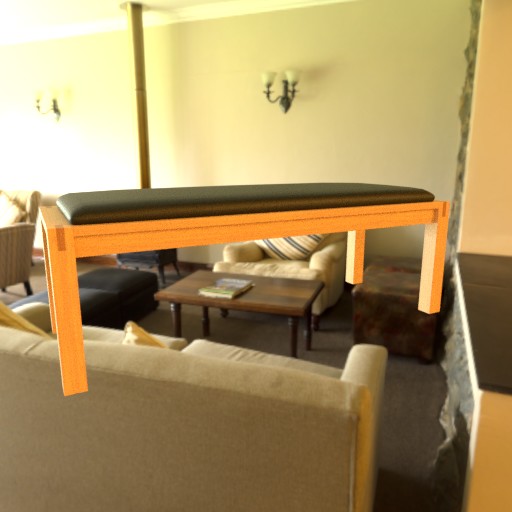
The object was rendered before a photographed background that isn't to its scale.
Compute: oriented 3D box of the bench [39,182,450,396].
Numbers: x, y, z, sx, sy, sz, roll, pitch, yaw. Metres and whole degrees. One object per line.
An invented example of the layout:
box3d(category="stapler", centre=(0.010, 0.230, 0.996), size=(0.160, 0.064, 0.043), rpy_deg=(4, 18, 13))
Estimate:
box3d(category="bench", centre=(0.000, 0.000, 1.412), size=(1.202, 0.430, 0.450), rpy_deg=(-7, 14, -27))
